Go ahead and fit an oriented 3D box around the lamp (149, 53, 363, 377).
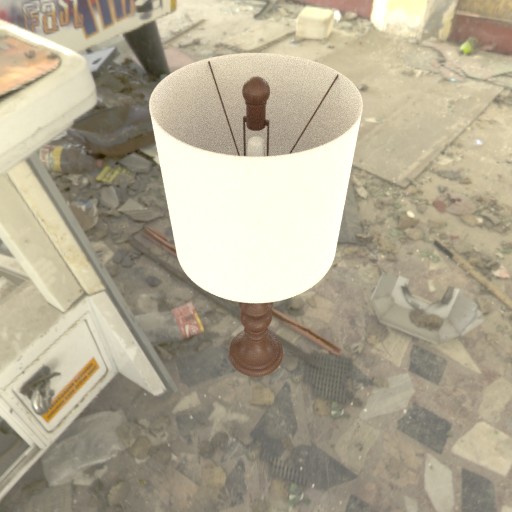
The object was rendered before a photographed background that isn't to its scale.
[{"bbox_3d":[0.000,0.000,0.726,0.250,0.597,0.250,-24,51,-21],"label":"lamp"}]
